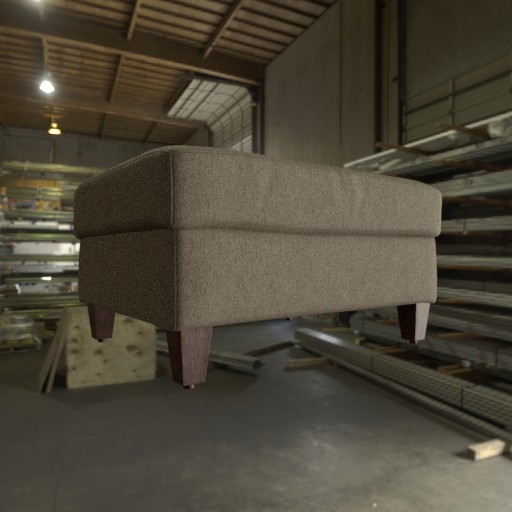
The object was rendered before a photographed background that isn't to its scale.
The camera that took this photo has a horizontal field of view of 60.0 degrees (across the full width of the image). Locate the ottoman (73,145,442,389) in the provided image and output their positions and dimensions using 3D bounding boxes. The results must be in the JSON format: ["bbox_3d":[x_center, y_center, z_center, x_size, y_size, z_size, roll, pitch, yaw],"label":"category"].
[{"bbox_3d":[0.000,0.000,1.308,0.889,0.511,0.692,0,0,-36],"label":"ottoman"}]
